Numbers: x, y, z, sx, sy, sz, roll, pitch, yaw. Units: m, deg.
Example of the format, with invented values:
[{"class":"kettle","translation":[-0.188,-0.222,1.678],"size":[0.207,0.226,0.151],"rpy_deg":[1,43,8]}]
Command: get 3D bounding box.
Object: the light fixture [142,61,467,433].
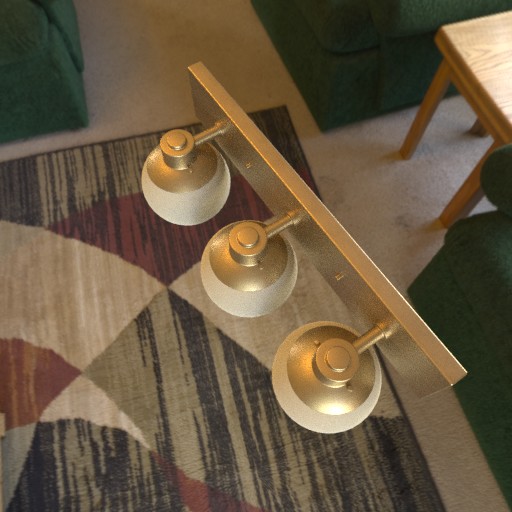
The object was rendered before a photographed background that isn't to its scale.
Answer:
[{"class":"light fixture","translation":[0.000,0.000,0.827],"size":[0.218,0.263,0.721],"rpy_deg":[-31,68,-14]}]
